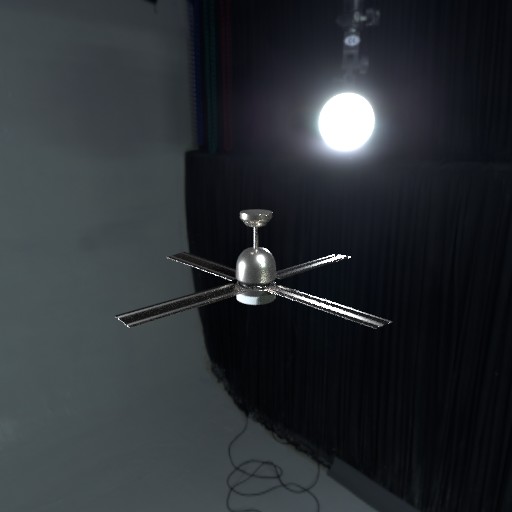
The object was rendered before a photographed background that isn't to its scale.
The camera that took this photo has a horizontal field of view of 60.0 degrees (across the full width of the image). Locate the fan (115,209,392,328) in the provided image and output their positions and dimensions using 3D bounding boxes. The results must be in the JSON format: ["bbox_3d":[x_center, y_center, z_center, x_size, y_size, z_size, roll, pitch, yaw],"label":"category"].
[{"bbox_3d":[0.000,0.000,2.031,1.346,0.406,1.346,-15,21,-43],"label":"fan"}]
